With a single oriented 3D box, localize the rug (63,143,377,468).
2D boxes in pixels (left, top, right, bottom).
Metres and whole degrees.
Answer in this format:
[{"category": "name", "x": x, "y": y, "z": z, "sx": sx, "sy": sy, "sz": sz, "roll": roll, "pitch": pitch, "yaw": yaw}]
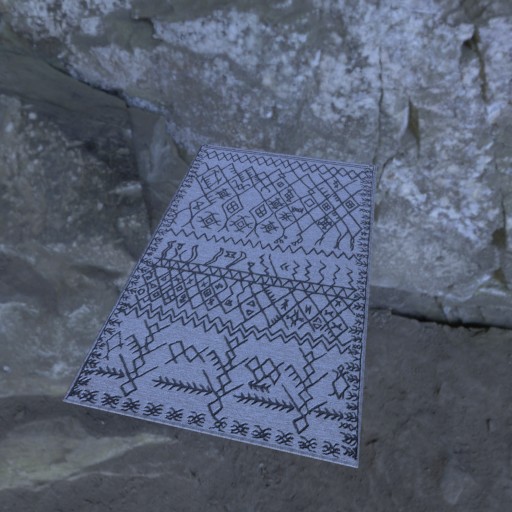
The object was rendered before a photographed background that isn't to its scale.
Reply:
[{"category": "rug", "x": 0.000, "y": 0.000, "z": 3.007, "sx": 1.526, "sy": 0.012, "sz": 2.444, "roll": 9, "pitch": 48, "yaw": 8}]
